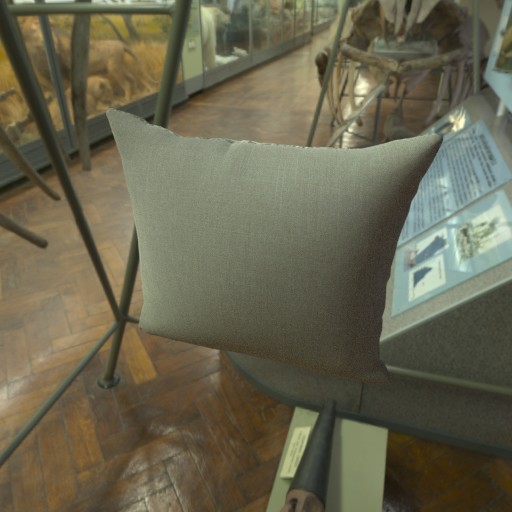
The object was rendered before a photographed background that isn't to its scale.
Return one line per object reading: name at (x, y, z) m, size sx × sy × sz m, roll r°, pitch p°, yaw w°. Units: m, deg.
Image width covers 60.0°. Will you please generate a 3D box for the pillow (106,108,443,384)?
pillow at (0.000, 0.000, 0.803) m, size 0.546 × 0.487 × 0.180 m, roll 9°, pitch 32°, yaw 14°
